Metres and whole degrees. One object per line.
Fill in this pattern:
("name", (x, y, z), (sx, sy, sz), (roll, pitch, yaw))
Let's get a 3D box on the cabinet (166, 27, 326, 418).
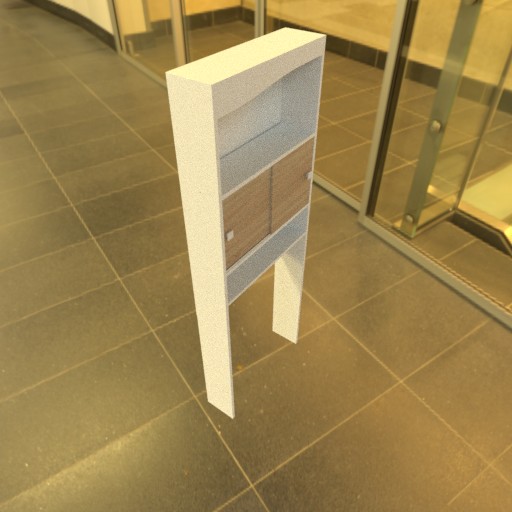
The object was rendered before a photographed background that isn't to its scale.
("cabinet", (0.000, 0.000, 2.037), (0.192, 1.770, 0.643), (26, 47, 27))
